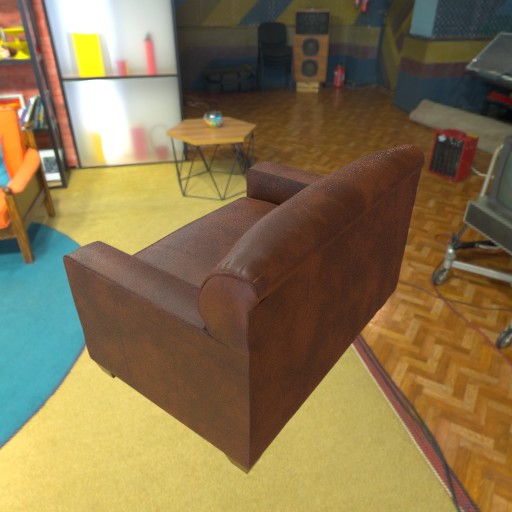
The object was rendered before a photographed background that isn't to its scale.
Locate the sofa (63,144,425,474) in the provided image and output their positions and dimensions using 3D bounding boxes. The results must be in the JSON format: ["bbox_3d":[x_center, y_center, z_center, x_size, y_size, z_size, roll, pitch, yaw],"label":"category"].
[{"bbox_3d":[0.000,0.000,2.076,1.000,0.956,1.413,22,38,31],"label":"sofa"}]
